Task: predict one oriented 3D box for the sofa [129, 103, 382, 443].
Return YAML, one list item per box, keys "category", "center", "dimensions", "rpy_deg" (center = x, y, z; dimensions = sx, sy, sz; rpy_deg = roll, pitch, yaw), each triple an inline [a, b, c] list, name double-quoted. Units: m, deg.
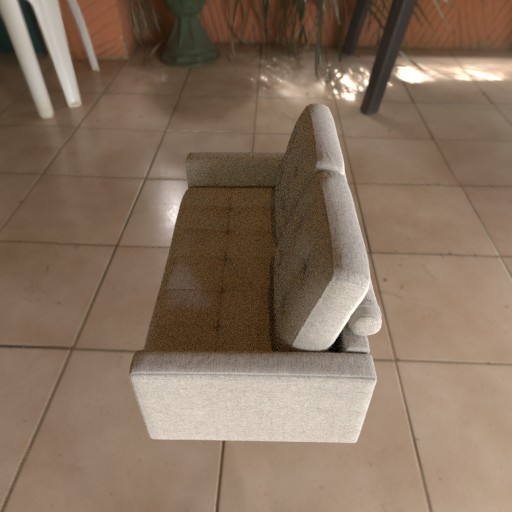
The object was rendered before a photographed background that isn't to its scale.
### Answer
- category: "sofa"
  center: [0.000, 0.000, 1.967]
  dimensions: [0.842, 0.907, 1.407]
  rpy_deg: [1, 42, 1]
